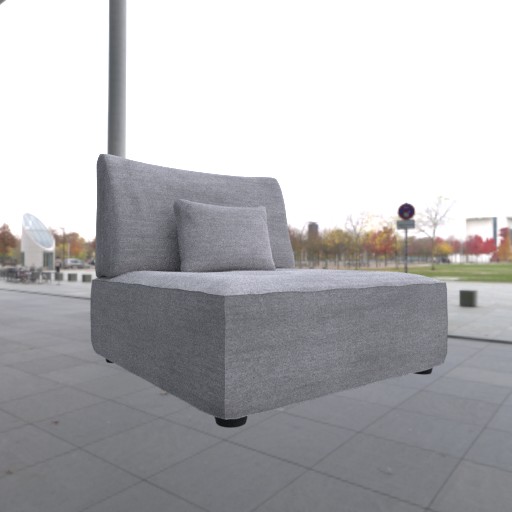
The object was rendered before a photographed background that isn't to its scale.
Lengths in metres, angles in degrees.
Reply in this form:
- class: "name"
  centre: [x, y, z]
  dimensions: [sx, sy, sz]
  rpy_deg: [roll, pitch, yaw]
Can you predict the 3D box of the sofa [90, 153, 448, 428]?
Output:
- class: "sofa"
  centre: [0.000, 0.000, 1.673]
  dimensions: [0.930, 0.820, 1.000]
  rpy_deg: [0, 0, -37]
